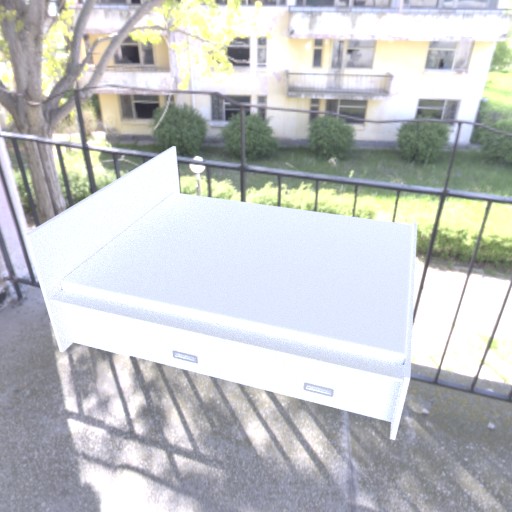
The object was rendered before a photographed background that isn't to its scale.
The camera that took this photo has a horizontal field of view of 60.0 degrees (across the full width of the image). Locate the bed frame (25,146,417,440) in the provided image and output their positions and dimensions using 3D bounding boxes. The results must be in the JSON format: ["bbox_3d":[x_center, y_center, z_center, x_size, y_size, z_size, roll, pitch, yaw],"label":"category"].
[{"bbox_3d":[0.000,0.000,2.872,1.960,0.800,1.622,10,32,16],"label":"bed frame"}]
